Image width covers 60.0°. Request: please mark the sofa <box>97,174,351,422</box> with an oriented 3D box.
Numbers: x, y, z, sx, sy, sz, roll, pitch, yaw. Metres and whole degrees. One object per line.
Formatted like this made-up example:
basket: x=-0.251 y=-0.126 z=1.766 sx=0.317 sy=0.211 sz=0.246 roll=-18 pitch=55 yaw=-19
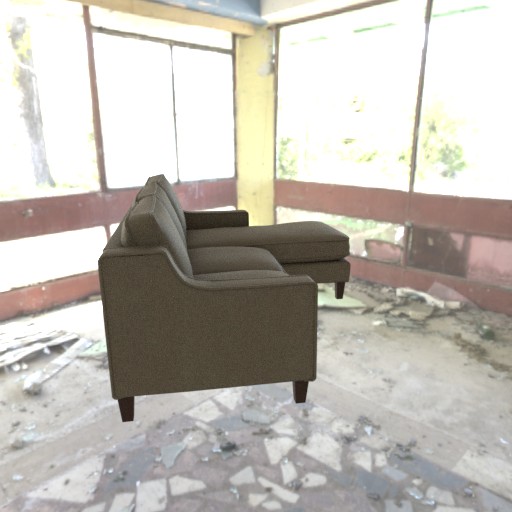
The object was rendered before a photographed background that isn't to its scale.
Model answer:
sofa: x=0.000 y=0.000 z=3.320 sx=1.858 sy=1.081 sz=2.317 roll=-3 pitch=15 yaw=-10
